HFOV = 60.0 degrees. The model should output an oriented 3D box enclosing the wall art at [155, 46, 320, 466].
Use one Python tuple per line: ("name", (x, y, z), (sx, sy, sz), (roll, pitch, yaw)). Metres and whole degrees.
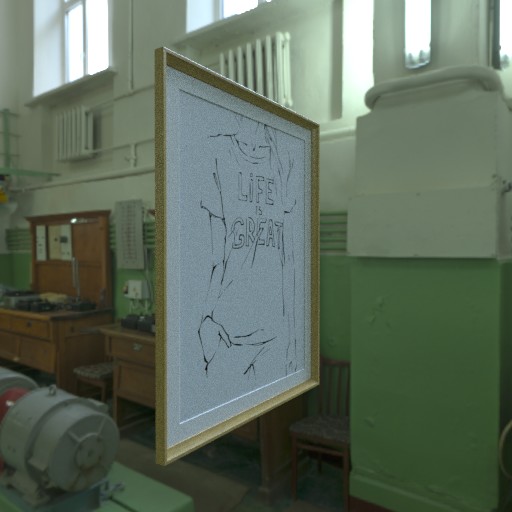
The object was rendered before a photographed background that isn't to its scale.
("wall art", (0.000, 0.000, 1.390), (0.030, 1.002, 0.798), (1, 1, 36))
